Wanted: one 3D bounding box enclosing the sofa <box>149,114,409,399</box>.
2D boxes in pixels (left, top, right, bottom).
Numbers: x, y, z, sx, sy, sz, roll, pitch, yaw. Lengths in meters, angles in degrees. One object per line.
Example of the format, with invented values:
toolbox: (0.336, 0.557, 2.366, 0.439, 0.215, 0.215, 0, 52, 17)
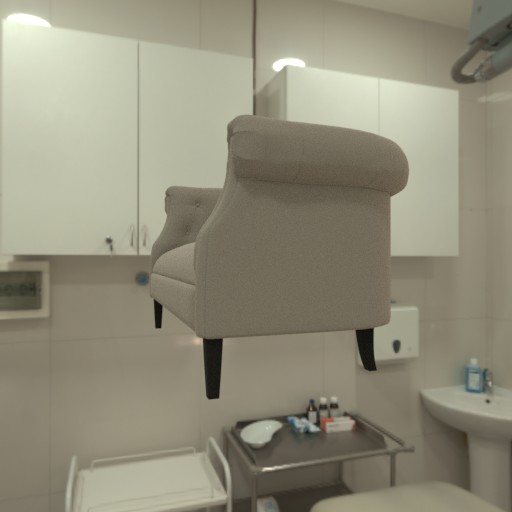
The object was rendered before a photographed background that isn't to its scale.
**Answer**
sofa: (0.000, 0.000, 2.039, 0.835, 0.827, 1.558, 0, 0, -19)
